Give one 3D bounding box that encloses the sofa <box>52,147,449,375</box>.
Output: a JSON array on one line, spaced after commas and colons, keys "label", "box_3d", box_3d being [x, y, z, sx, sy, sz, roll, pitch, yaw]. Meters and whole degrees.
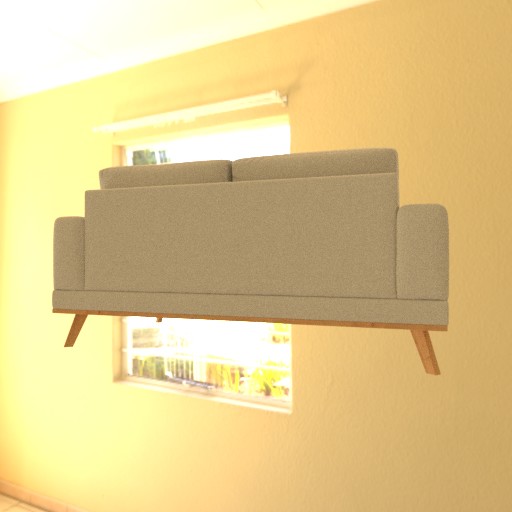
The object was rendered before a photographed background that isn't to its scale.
[{"label": "sofa", "box_3d": [0.000, 0.000, 2.116, 1.651, 0.810, 0.915, 0, 0, 18]}]
